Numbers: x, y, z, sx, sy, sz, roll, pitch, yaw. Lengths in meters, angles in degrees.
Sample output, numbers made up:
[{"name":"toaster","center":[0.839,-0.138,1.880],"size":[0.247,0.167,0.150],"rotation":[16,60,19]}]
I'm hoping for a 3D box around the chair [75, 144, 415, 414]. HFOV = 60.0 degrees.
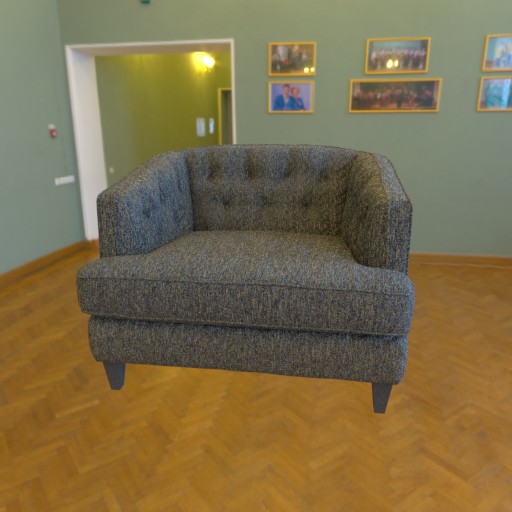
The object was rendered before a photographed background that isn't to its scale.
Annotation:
[{"name":"chair","center":[0.000,0.000,1.795],"size":[1.104,0.852,0.941],"rotation":[2,16,8]}]
